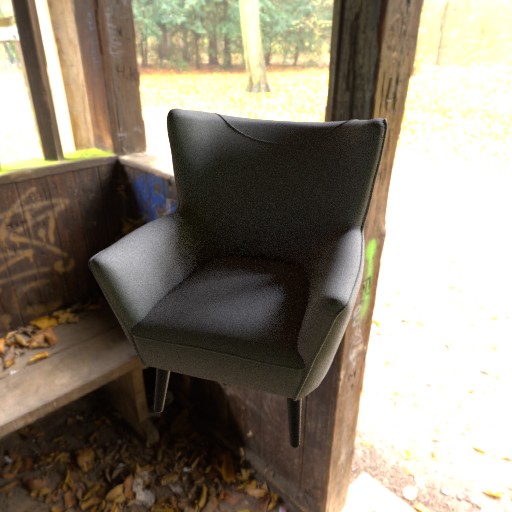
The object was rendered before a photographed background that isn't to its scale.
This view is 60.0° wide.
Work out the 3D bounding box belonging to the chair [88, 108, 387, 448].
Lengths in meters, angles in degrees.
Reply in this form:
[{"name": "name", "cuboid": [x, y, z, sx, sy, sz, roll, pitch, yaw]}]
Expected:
[{"name": "chair", "cuboid": [0.000, 0.000, 1.583, 0.781, 0.933, 0.888, 8, 28, 16]}]
